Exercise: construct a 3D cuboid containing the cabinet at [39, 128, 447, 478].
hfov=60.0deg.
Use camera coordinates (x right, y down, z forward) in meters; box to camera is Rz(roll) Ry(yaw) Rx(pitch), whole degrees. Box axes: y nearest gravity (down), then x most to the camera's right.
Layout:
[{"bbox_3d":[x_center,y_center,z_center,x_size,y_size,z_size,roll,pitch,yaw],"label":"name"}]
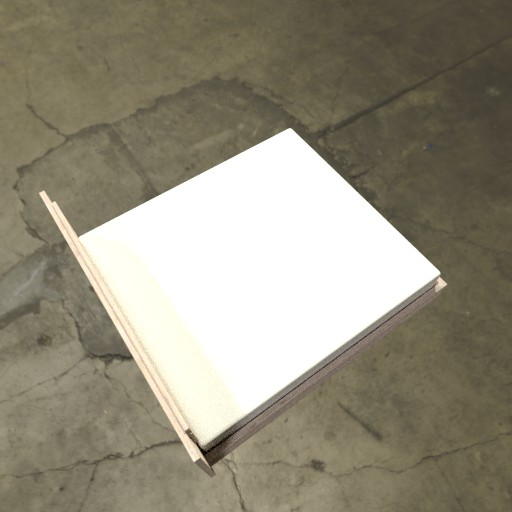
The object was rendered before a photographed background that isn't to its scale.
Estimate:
[{"bbox_3d":[0.000,0.000,3.184,2.080,0.970,1.950,-31,64,-17],"label":"cabinet"}]
